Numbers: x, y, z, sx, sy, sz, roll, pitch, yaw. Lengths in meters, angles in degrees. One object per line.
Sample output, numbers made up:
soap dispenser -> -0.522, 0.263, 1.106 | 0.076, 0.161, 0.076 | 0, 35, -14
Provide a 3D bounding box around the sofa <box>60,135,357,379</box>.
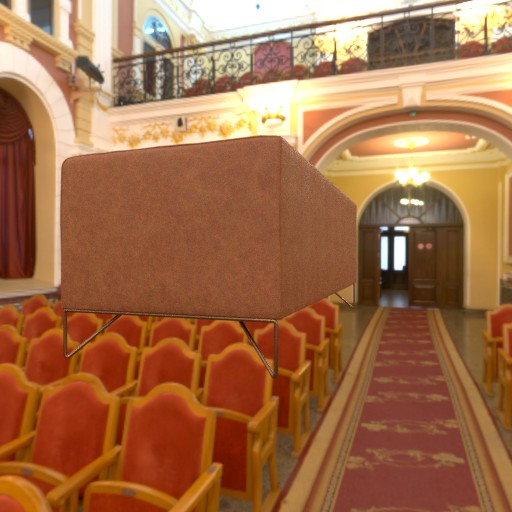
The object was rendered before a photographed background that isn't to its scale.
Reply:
sofa -> 0.000, 0.000, 2.540 | 0.912, 0.798, 2.079 | 0, 0, 19
